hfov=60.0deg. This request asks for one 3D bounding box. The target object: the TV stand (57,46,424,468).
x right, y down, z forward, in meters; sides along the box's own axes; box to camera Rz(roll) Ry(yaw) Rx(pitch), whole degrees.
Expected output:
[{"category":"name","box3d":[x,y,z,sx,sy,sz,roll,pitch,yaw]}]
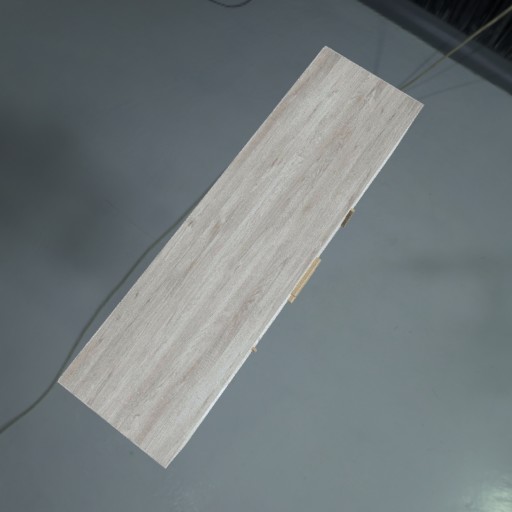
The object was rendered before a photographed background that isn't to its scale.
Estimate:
[{"category":"TV stand","box3d":[0.000,0.000,1.580,0.401,0.565,1.313,35,79,8]}]
